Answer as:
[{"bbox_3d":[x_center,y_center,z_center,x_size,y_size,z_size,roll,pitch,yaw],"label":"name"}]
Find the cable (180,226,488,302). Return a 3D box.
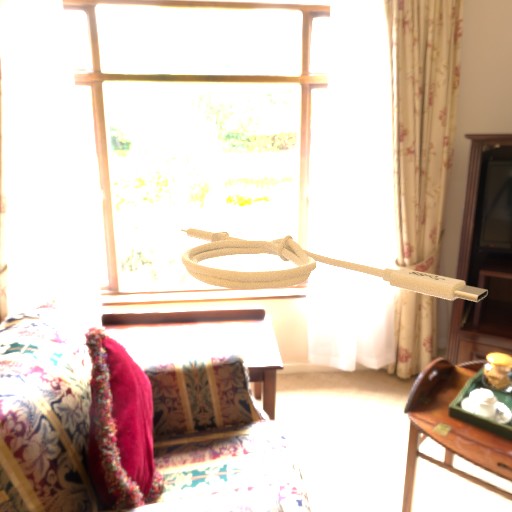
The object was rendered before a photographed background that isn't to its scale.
[{"bbox_3d":[0.000,0.000,0.210,0.070,0.014,0.186,-13,19,-43],"label":"cable"}]
